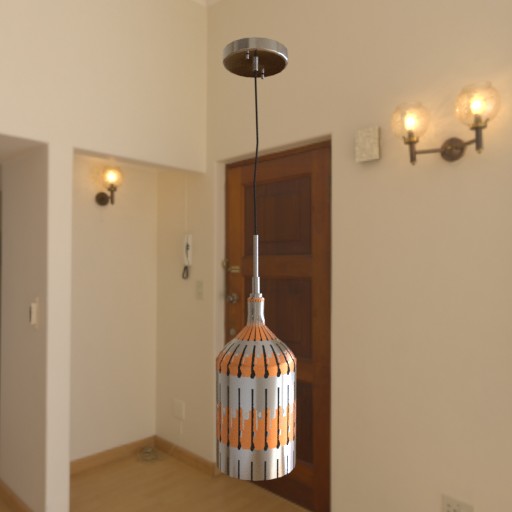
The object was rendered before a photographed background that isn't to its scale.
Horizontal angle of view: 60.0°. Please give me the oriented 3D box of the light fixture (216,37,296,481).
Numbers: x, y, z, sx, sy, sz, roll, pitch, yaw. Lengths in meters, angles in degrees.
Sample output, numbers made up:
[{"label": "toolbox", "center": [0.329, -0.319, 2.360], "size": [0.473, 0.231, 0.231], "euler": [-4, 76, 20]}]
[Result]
[{"label": "light fixture", "center": [0.000, 0.000, 1.671], "size": [0.303, 1.535, 0.303], "euler": [0, -1, 0]}]
